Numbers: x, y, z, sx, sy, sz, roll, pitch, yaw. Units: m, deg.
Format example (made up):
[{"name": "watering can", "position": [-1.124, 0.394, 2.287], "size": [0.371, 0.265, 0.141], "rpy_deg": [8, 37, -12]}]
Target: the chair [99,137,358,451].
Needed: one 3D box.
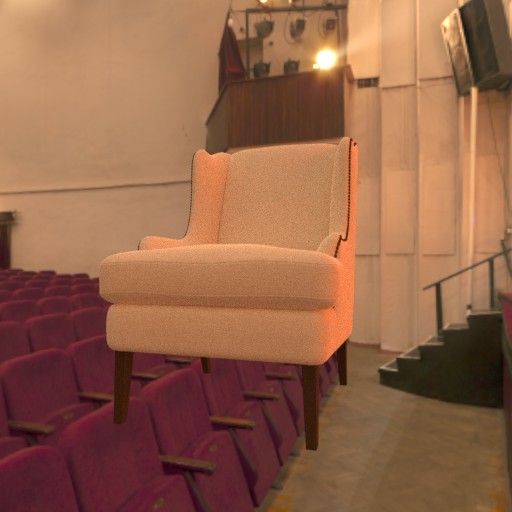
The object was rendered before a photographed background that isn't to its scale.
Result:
[{"name": "chair", "position": [0.000, 0.000, 1.676], "size": [0.737, 1.029, 0.940], "rpy_deg": [0, -1, 18]}]
